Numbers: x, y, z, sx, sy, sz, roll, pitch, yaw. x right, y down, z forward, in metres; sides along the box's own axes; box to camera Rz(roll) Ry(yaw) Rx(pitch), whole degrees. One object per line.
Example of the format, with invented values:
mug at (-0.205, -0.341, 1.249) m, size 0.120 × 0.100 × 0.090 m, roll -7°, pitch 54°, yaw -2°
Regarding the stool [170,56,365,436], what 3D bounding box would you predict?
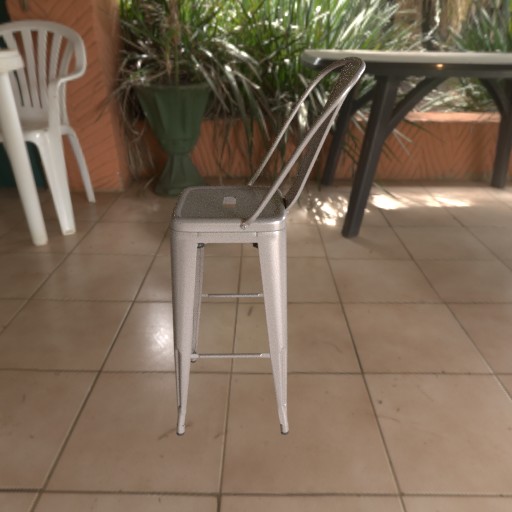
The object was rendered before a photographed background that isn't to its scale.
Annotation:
stool at (0.000, 0.000, 1.337) m, size 0.513 × 1.096 × 0.399 m, roll 0°, pitch 27°, yaw -1°
